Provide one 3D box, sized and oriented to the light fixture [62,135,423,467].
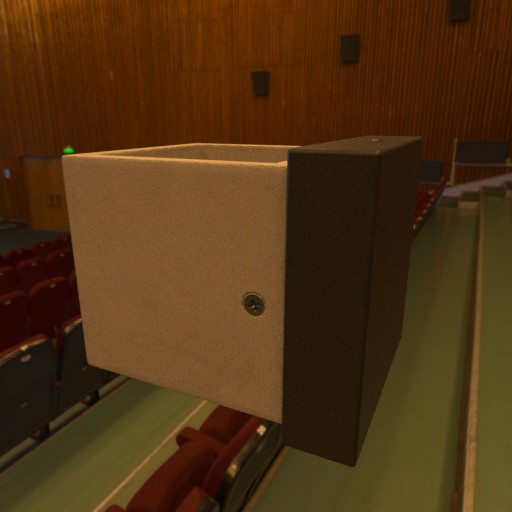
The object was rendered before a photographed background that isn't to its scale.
[{"bbox_3d":[0.000,0.000,0.235,0.143,0.121,0.121,8,19,24],"label":"light fixture"}]
